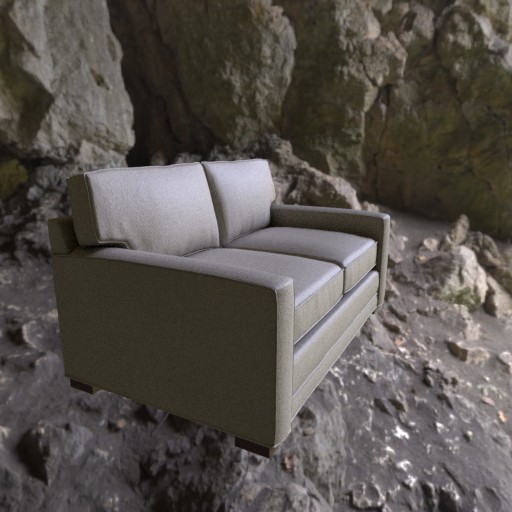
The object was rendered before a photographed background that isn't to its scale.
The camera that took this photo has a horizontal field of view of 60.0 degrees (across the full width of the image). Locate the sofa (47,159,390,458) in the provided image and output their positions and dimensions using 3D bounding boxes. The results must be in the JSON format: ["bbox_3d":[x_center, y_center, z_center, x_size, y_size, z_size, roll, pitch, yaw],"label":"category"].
[{"bbox_3d":[0.000,0.000,2.077,0.940,0.853,1.484,7,16,27],"label":"sofa"}]
